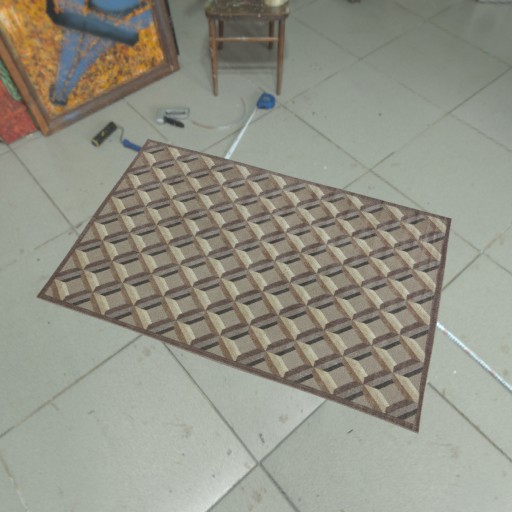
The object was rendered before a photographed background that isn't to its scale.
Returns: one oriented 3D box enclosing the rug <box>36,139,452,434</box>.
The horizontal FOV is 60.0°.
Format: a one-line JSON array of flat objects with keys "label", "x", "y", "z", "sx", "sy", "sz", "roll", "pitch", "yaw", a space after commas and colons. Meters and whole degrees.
[{"label": "rug", "x": 0.000, "y": 0.000, "z": 2.065, "sx": 1.677, "sy": 0.011, "sz": 1.066, "roll": 17, "pitch": 59, "yaw": 11}]
